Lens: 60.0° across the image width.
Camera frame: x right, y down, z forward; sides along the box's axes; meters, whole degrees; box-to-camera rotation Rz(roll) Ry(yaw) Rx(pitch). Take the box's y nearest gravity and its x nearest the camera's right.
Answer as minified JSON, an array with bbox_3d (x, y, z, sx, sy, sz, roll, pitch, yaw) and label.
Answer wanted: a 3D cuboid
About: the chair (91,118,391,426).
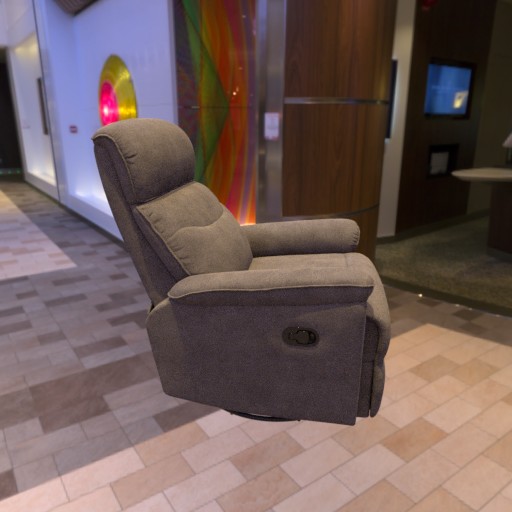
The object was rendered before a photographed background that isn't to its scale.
[{"bbox_3d":[0.000,0.000,1.743,1.009,1.036,0.830,3,18,8],"label":"chair"}]
